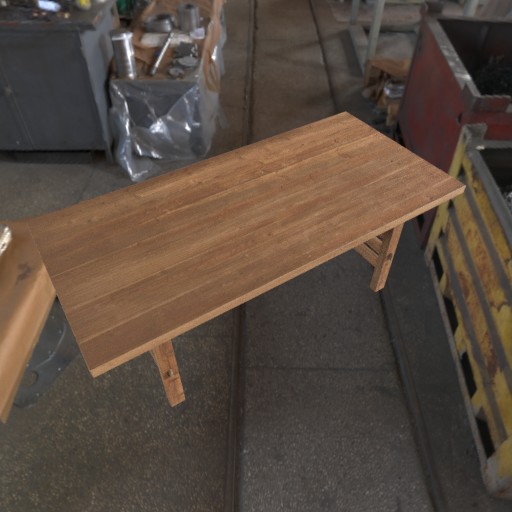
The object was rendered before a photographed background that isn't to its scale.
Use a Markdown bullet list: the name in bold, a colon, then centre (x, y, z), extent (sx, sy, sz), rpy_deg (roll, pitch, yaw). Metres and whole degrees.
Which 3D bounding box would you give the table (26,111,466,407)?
- **table**: centre (0.000, 0.000, 2.489), extent (2.003, 0.760, 0.952), rpy_deg (-25, 51, -22)
